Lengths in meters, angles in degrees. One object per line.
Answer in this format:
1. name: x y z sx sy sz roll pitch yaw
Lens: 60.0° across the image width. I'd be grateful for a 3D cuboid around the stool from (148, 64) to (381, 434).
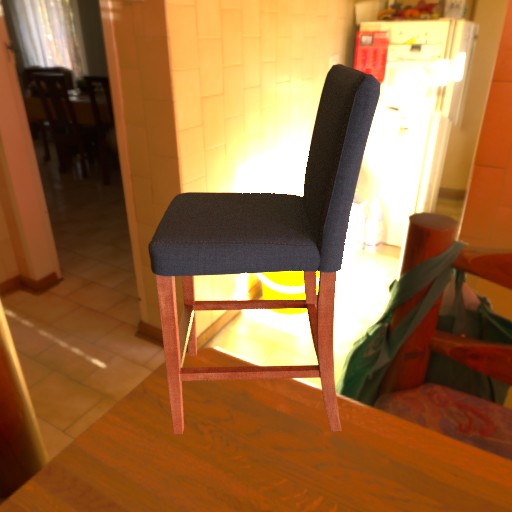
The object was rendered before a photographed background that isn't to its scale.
1. stool: 0.000 0.000 1.393 0.574 1.088 0.454 0 26 0
